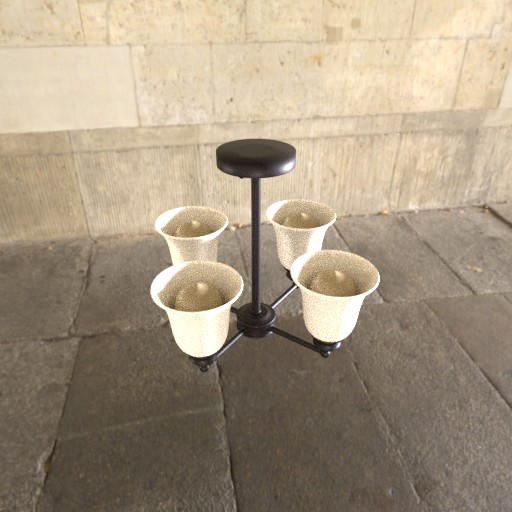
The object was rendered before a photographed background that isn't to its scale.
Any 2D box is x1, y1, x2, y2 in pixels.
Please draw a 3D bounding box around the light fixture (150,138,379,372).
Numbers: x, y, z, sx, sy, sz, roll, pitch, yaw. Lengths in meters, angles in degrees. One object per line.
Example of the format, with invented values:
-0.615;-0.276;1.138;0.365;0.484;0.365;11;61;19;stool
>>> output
0.000;0.000;1.898;1.069;0.925;1.069;20;37;30;light fixture
